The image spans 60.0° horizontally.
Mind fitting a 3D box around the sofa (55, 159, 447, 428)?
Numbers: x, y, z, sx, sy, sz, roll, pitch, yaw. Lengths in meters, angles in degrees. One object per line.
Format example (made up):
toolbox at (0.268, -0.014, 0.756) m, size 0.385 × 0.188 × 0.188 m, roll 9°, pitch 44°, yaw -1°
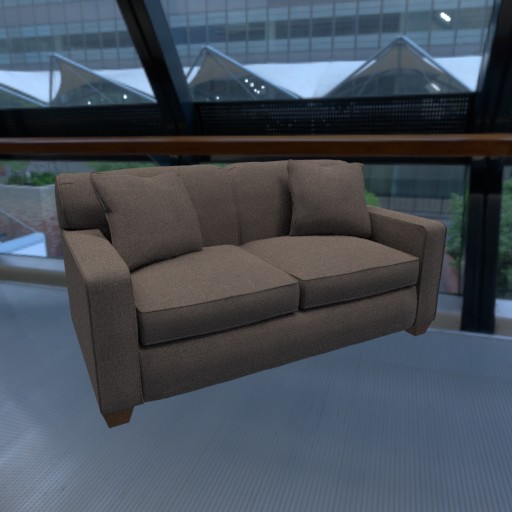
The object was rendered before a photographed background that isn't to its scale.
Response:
sofa at (0.000, 0.000, 2.384) m, size 1.846 × 0.958 × 1.000 m, roll -9°, pitch 19°, yaw -27°
